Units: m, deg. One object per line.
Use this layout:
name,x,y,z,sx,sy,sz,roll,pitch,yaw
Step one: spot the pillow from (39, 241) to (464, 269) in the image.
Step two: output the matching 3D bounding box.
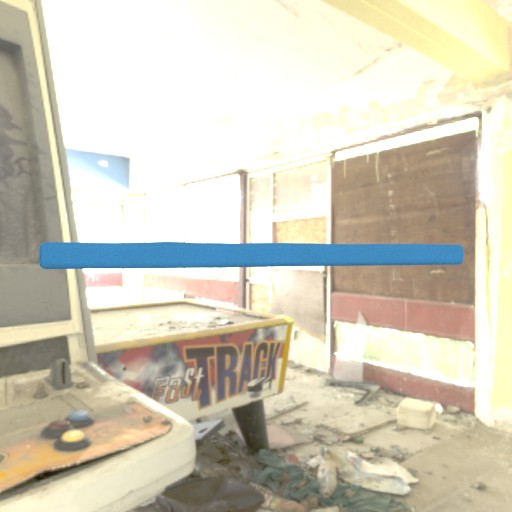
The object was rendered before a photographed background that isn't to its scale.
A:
pillow,0.000,0.000,1.357,1.187,0.081,0.492,0,1,-18
